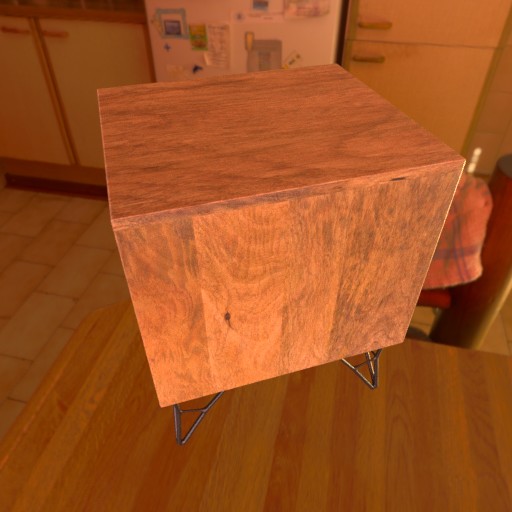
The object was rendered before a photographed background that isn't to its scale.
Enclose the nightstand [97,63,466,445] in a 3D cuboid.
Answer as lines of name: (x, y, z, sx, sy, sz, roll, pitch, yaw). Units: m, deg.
nightstand: (0.000, 0.000, 0.862, 0.457, 0.559, 0.406, -12, 42, -13)
